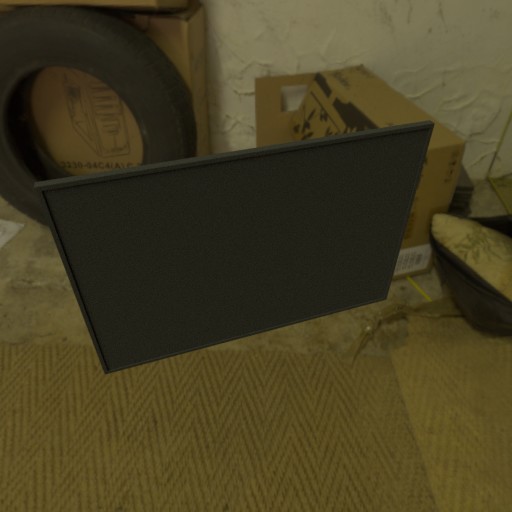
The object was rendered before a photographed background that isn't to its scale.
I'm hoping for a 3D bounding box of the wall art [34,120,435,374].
[{"bbox_3d":[0.000,0.000,1.532,1.190,0.805,0.028,-12,42,-14],"label":"wall art"}]
